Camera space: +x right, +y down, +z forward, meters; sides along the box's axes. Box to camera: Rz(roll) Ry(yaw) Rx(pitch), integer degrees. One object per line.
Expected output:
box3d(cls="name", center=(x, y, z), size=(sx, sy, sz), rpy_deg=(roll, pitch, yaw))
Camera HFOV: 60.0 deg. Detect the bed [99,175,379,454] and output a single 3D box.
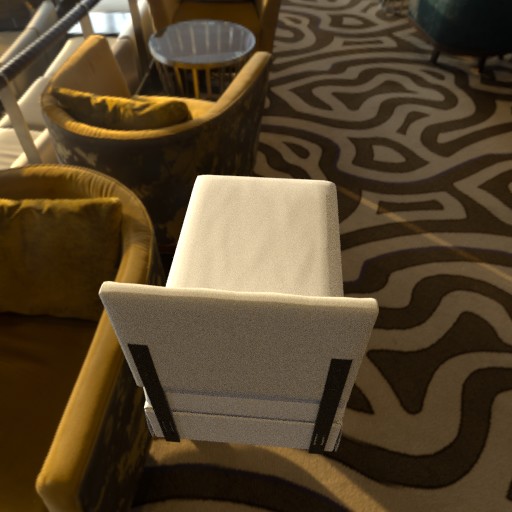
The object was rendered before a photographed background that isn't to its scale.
box3d(cls="bed", center=(0.000, 0.000, 2.999), size=(1.261, 1.571, 1.997), rpy_deg=(3, 47, 3))
